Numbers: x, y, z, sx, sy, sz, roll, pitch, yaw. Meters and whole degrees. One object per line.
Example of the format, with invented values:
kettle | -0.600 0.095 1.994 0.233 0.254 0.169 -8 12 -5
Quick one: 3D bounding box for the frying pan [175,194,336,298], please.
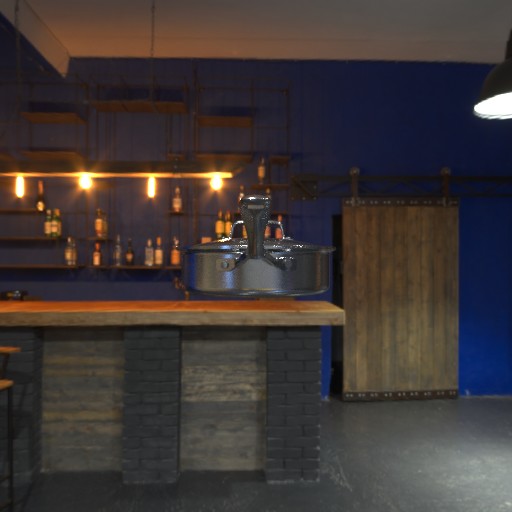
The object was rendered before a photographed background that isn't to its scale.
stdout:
frying pan | 0.000 0.000 0.600 0.245 0.111 0.492 0 0 0
